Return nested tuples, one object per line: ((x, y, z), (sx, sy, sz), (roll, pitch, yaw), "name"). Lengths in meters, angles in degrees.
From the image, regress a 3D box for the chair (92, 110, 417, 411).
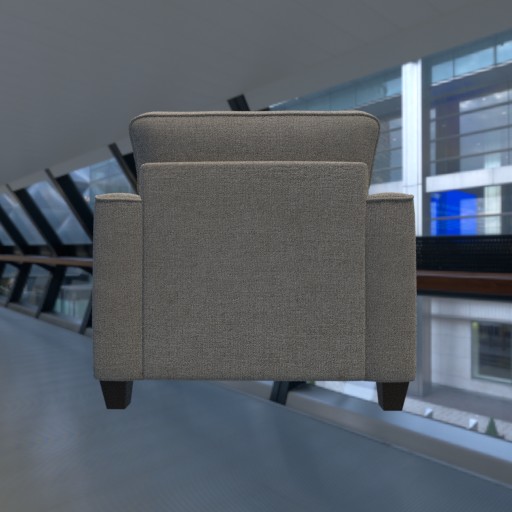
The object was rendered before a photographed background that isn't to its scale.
((0.000, 0.000, 1.803), (1.015, 0.965, 0.939), (0, -1, 1), "chair")
